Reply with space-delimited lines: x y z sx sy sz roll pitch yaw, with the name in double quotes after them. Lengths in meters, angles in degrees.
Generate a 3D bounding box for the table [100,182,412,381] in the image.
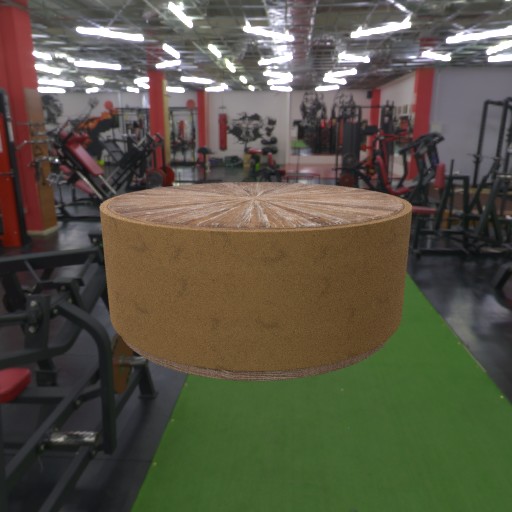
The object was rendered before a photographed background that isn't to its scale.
0.000 0.000 1.552 1.001 0.409 1.001 0 16 0 "table"
